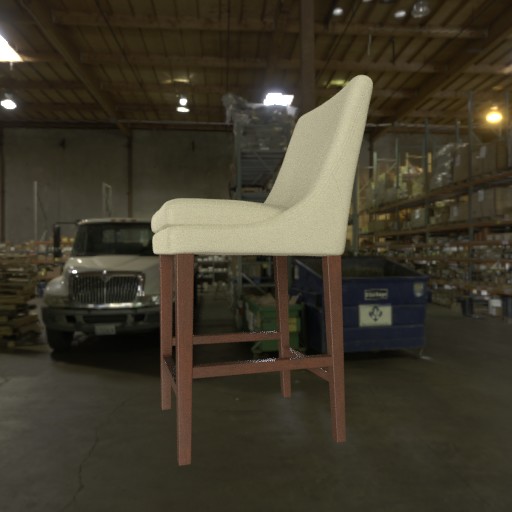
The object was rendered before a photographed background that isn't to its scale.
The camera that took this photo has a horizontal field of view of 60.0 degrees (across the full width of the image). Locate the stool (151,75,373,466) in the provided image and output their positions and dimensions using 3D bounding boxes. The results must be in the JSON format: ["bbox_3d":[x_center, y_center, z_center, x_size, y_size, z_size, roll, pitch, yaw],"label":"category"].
[{"bbox_3d":[0.000,0.000,1.312,0.577,0.981,0.470,0,0,-18],"label":"stool"}]
